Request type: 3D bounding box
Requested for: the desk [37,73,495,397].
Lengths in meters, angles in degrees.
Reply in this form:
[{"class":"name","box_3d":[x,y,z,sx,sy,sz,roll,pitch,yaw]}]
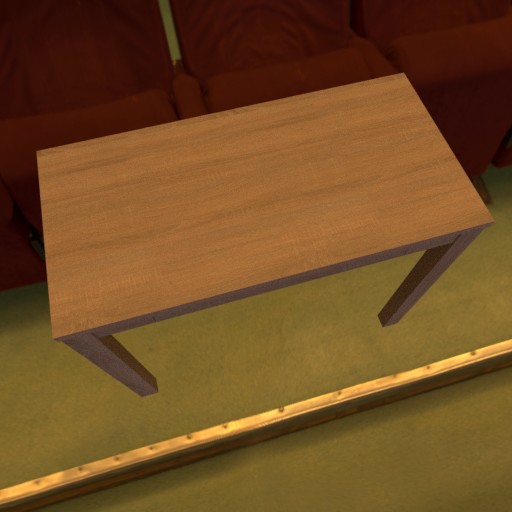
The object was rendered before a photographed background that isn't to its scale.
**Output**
[{"class":"desk","box_3d":[0.000,0.000,1.395,0.991,0.762,0.495,-14,64,-7]}]
